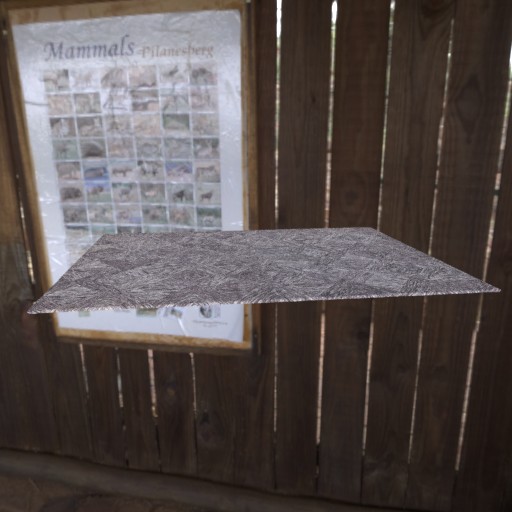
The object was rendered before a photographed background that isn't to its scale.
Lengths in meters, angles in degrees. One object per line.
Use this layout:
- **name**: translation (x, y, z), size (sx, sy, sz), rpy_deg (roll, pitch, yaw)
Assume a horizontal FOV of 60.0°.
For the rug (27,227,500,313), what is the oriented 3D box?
- **rug**: translation (0.000, 0.000, 4.117), size (3.204, 0.017, 2.448), rpy_deg (-2, 14, -7)
